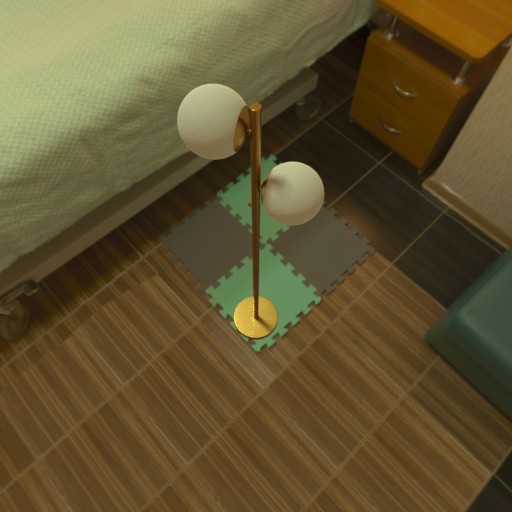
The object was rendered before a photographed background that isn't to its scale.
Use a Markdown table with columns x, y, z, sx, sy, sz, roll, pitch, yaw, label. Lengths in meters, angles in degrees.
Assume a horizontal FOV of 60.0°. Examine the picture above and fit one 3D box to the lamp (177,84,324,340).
| x | y | z | sx | sy | sz | roll | pitch | yaw | label |
| --- | --- | --- | --- | --- | --- | --- | --- | --- | --- |
| 0.000 | 0.000 | 1.795 | 0.419 | 1.641 | 0.249 | 16 | 65 | 8 | lamp |
